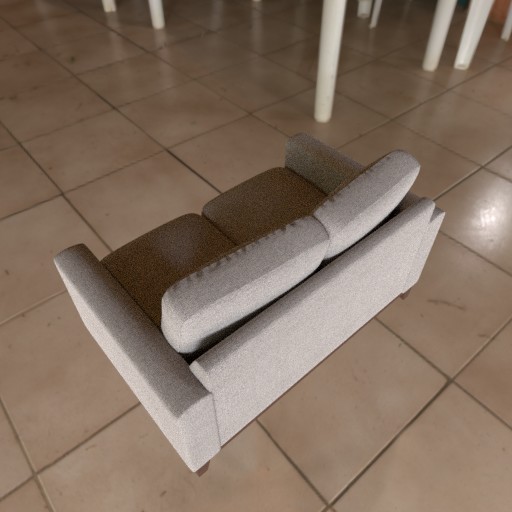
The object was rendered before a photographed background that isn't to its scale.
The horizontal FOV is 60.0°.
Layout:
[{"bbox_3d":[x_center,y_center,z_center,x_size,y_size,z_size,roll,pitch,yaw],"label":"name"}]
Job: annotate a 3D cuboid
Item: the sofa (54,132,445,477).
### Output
[{"bbox_3d":[0.000,0.000,1.965,1.420,0.873,0.917,-32,55,-27],"label":"sofa"}]
